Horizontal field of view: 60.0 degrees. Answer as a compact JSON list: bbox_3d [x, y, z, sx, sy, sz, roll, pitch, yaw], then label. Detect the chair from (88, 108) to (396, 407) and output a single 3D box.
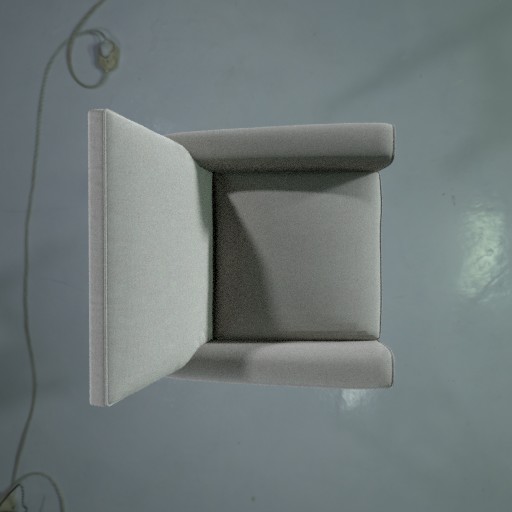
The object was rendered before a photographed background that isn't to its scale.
[{"bbox_3d":[0.000,0.000,1.552,0.871,0.846,0.840,0,91,0],"label":"chair"}]
